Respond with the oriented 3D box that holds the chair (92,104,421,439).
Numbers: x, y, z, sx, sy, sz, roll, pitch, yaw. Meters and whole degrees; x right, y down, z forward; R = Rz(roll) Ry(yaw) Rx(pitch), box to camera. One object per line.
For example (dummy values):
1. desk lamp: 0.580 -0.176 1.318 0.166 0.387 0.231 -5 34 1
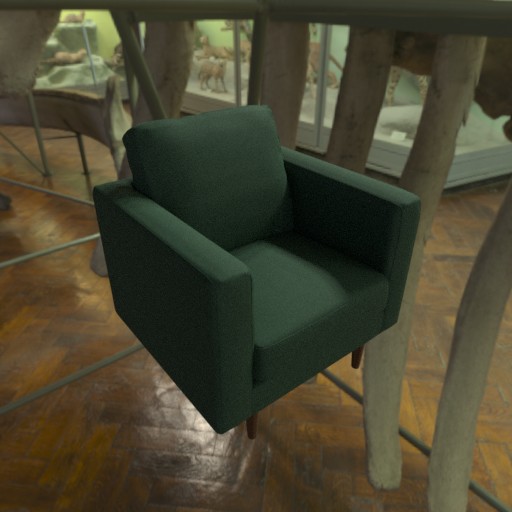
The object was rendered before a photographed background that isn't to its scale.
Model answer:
1. chair: 0.000 0.000 1.609 0.855 0.927 0.800 -22 37 -32
